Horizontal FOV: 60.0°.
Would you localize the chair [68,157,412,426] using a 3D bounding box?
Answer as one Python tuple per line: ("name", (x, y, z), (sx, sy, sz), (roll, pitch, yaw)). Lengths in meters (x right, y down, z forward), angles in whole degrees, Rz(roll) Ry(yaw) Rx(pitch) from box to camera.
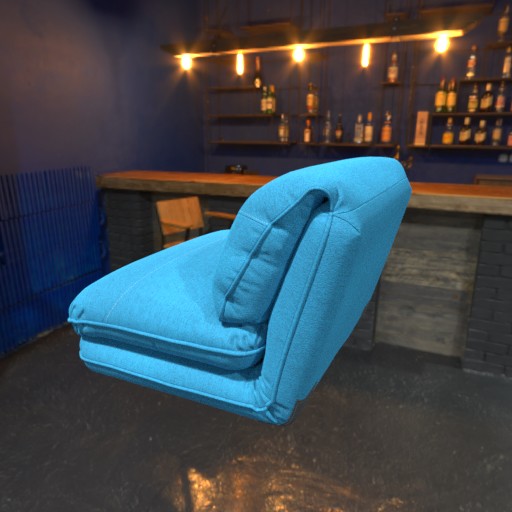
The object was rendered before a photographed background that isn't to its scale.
("chair", (0.000, 0.000, 1.343), (0.780, 0.580, 0.820), (7, 17, 25))
